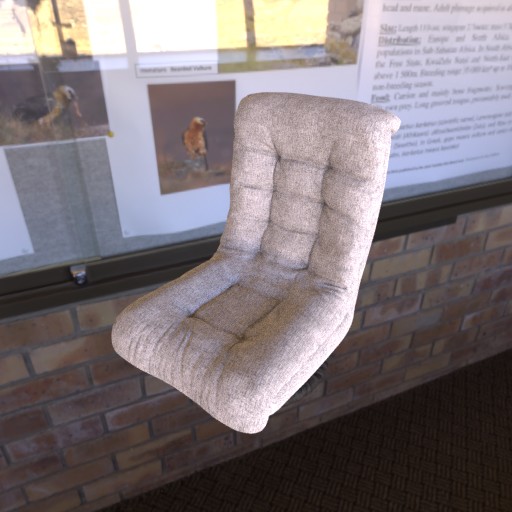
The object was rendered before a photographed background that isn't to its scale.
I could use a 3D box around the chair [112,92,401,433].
[{"bbox_3d":[0.000,0.000,0.978,0.400,0.600,0.583,19,36,29],"label":"chair"}]
